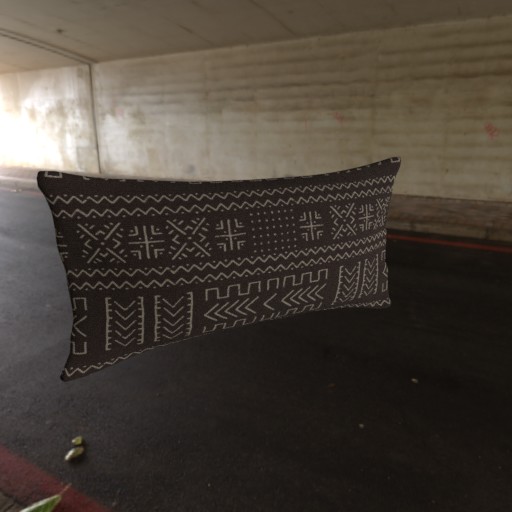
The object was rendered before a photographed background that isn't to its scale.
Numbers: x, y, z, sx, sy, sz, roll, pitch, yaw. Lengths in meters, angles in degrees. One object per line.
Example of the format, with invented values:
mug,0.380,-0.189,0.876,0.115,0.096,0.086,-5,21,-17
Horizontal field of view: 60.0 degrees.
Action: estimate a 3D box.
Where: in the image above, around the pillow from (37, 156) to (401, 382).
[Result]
pillow,0.000,0.000,0.776,0.667,0.322,0.135,-8,18,-26
